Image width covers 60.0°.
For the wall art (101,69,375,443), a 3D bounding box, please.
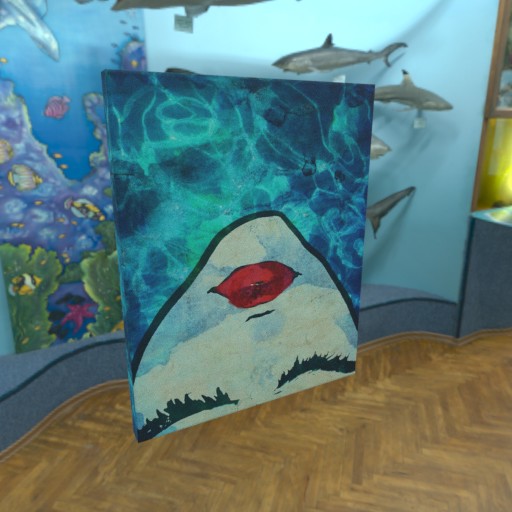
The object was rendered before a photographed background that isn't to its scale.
[{"bbox_3d":[0.000,0.000,0.852,0.508,0.635,0.038,-8,18,-27],"label":"wall art"}]
